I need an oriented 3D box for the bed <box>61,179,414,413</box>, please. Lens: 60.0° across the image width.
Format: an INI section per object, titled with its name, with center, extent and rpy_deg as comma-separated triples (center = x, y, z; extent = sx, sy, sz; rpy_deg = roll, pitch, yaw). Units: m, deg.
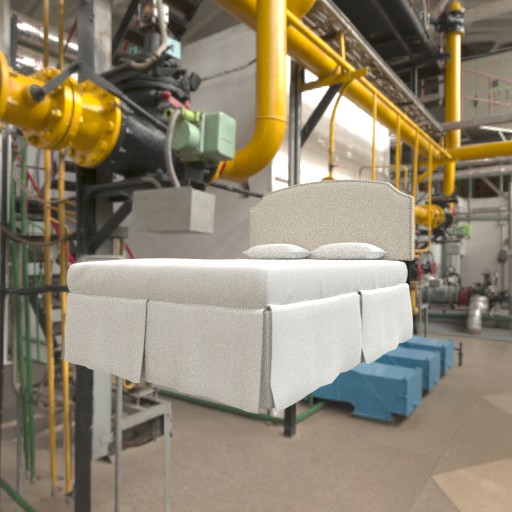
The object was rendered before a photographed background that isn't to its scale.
[bed]
center = 0.000, 0.000, 2.985
extent = 1.558, 1.270, 1.999
rpy_deg = 0, 0, 36
